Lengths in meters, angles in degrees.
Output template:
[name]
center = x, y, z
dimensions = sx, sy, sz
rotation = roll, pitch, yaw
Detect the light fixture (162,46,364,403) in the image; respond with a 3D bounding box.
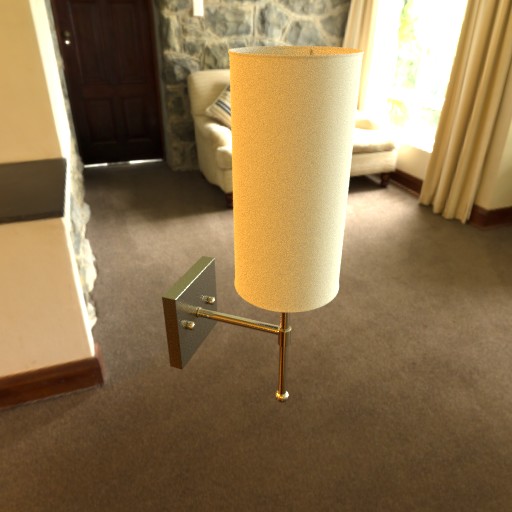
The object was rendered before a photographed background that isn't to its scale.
[light fixture]
center = 0.000, 0.000, 0.545
dimensions = 0.208, 0.462, 0.128
rotation = 10, 30, 18
